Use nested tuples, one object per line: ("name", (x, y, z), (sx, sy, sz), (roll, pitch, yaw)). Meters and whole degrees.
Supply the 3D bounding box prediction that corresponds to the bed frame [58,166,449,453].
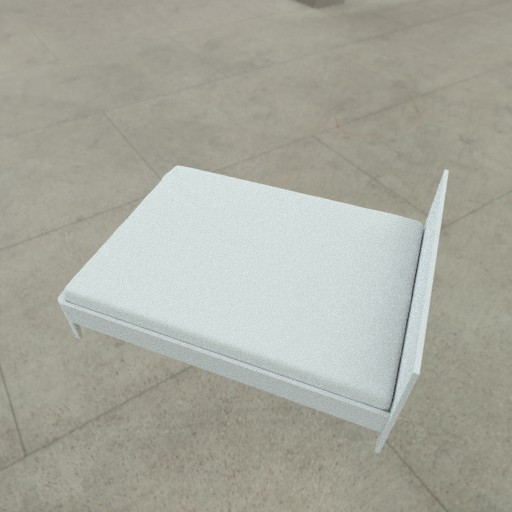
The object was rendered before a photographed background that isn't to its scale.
("bed frame", (0.000, 0.000, 2.753), (1.950, 0.800, 1.490), (15, 47, 15))
